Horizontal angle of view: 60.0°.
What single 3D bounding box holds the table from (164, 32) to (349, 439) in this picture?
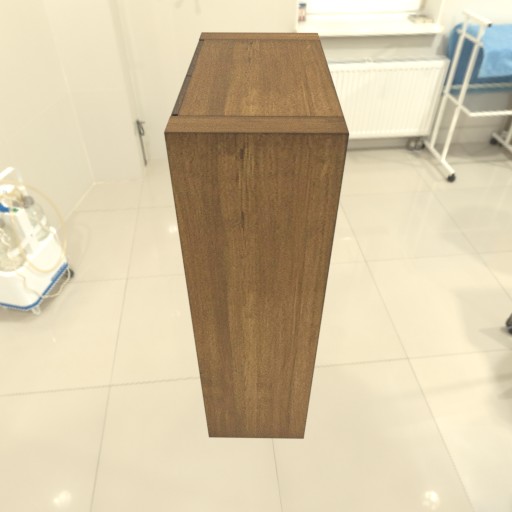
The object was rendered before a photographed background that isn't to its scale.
[{"bbox_3d":[0.000,0.000,2.458,0.600,2.000,1.100,1,41,1],"label":"table"}]
